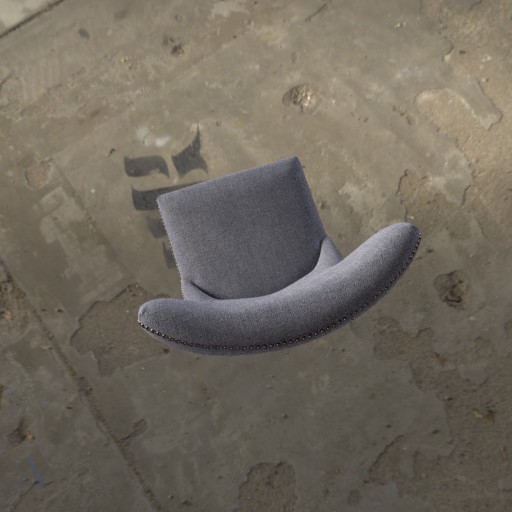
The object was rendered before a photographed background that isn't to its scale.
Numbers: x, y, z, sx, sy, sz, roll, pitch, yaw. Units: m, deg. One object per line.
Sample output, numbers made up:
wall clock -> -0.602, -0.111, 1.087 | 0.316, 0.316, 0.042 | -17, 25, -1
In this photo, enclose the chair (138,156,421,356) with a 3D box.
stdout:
chair -> 0.000, 0.000, 1.466 | 0.654, 1.002, 0.681 | -17, 74, -5
